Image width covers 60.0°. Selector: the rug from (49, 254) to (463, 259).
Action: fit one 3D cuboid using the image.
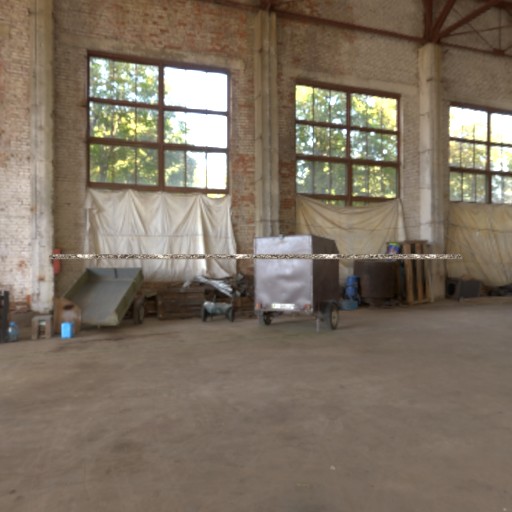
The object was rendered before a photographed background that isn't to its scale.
[{"bbox_3d":[0.000,0.000,4.105,2.438,0.029,3.047,0,0,0],"label":"rug"}]
